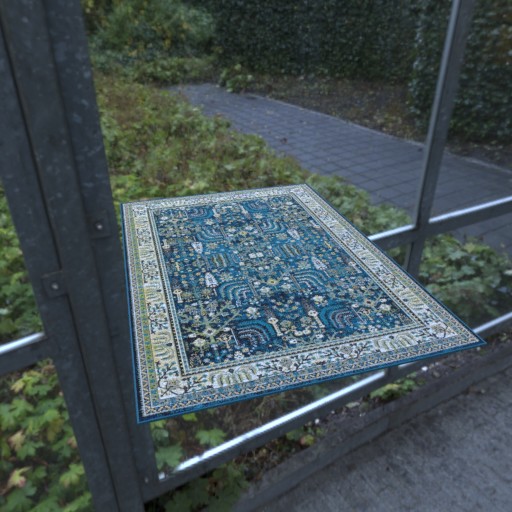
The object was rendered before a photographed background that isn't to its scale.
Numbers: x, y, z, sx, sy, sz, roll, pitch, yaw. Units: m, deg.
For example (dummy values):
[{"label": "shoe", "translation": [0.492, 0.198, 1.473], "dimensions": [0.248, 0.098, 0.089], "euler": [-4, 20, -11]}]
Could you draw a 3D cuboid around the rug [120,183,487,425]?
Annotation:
[{"label": "rug", "translation": [0.000, 0.000, 2.792], "dimensions": [1.594, 0.013, 2.213], "euler": [-8, 31, -14]}]
